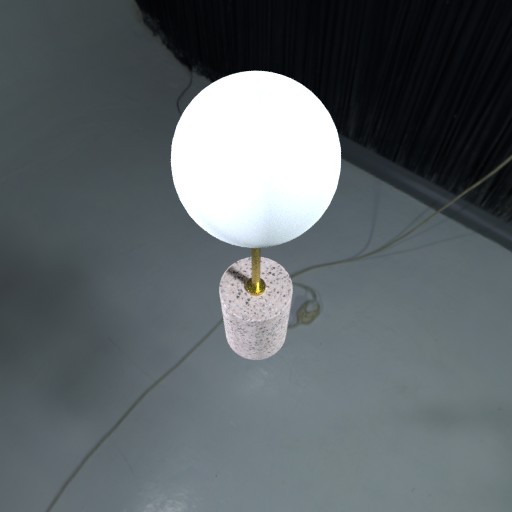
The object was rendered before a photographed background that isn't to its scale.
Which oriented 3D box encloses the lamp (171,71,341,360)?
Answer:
[{"bbox_3d":[0.000,0.000,0.545,0.153,0.480,0.153,0,58,0],"label":"lamp"}]
